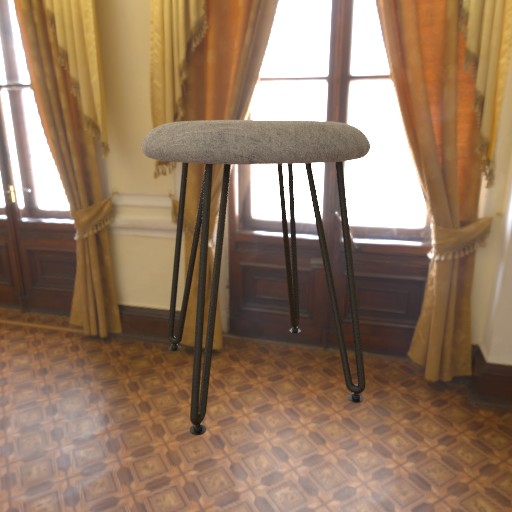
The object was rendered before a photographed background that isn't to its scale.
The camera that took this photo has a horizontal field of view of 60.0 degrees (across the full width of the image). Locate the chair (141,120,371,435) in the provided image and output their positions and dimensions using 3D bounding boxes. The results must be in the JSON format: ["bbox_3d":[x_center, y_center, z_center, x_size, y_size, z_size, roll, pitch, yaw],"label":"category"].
[{"bbox_3d":[0.000,0.000,0.660,0.350,0.386,0.350,8,18,26],"label":"chair"}]
